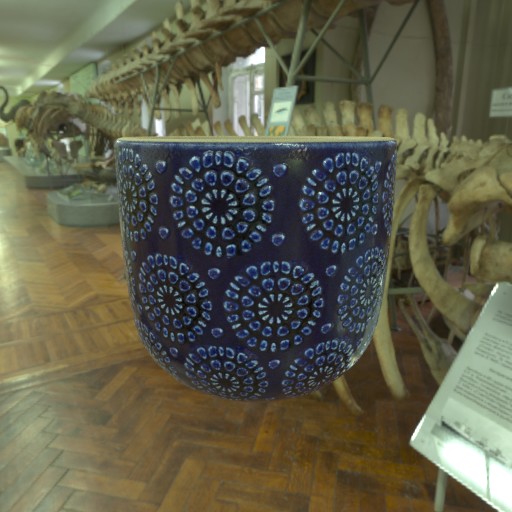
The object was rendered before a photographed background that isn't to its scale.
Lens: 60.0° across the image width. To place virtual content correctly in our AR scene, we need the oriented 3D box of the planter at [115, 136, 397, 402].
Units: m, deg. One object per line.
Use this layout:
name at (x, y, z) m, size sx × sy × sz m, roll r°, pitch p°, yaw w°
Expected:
planter at (0.000, 0.000, 0.288) m, size 0.165 × 0.149 × 0.165 m, roll 0°, pitch 16°, yaw 0°
